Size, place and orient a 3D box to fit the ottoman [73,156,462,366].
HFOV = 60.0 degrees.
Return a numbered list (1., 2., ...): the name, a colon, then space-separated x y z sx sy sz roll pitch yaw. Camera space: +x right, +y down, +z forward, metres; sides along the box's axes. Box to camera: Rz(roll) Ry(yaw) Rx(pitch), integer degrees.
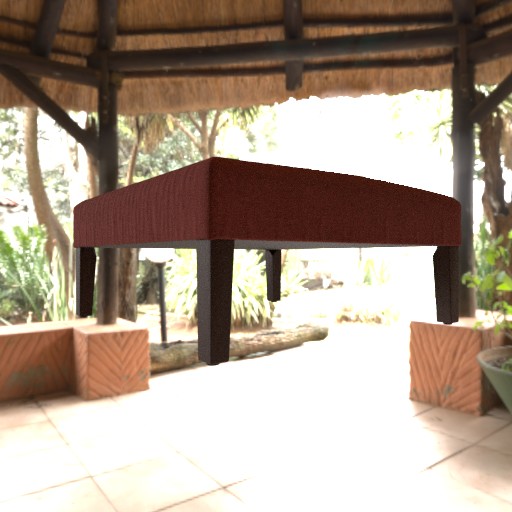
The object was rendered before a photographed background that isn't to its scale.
1. ottoman: 0.000 0.000 1.413 0.890 0.411 0.889 0 0 -37
